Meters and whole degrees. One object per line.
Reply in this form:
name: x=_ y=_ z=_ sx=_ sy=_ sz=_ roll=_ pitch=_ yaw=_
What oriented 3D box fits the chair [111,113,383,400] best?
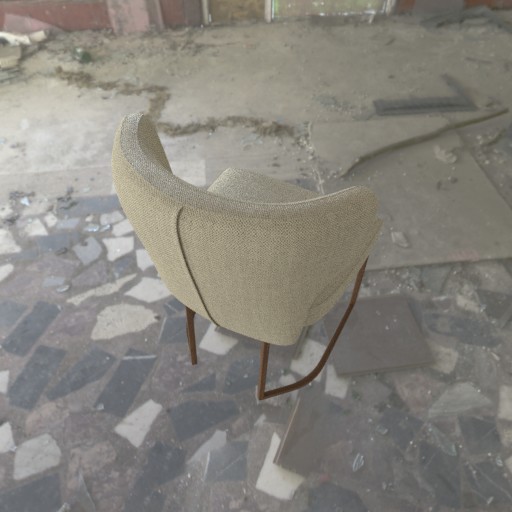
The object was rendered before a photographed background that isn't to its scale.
chair: x=0.000 y=0.000 z=1.254 sx=0.611 sy=0.824 sz=0.617 roll=22 pitch=52 yaw=19
